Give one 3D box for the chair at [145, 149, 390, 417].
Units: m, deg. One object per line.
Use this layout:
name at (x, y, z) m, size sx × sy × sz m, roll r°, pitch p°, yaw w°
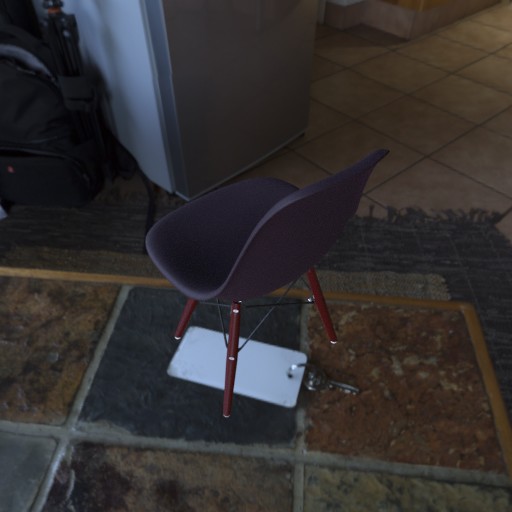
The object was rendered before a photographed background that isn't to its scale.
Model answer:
chair at (0.000, 0.000, 1.146) m, size 0.470 × 0.826 × 0.533 m, roll -30°, pitch 53°, yaw -25°
